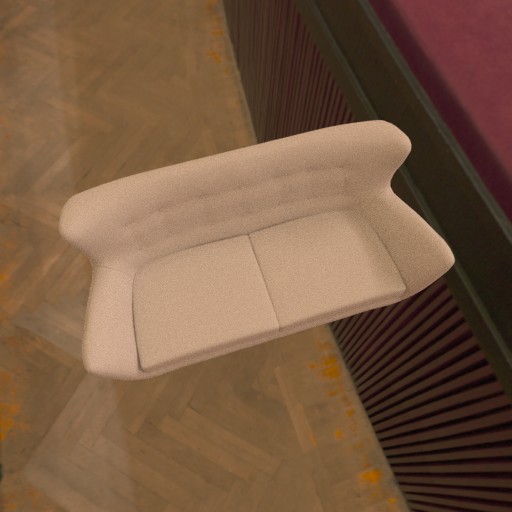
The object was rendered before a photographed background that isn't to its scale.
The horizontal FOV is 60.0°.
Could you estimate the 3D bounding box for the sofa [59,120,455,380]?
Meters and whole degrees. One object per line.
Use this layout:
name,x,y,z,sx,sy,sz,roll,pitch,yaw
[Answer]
sofa,0.000,0.000,2.499,1.930,0.890,0.899,-16,65,-7
